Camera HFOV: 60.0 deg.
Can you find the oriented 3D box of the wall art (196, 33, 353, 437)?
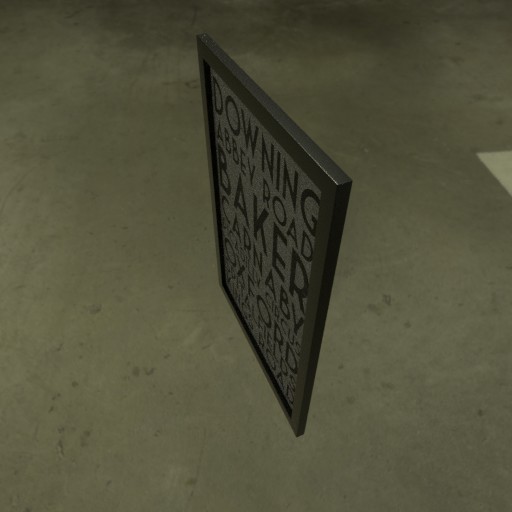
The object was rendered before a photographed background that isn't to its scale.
[{"bbox_3d":[0.000,0.000,0.558,0.013,0.432,0.304,-18,48,-16],"label":"wall art"}]
